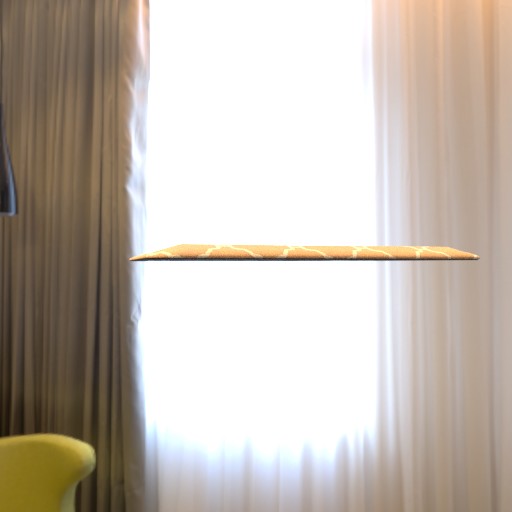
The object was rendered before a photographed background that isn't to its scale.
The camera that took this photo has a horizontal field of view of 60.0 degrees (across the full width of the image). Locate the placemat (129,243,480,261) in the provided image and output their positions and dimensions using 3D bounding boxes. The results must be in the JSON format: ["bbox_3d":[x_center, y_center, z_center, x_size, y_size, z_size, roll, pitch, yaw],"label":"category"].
[{"bbox_3d":[0.000,0.000,0.959,0.508,0.021,0.762,0,-1,-18],"label":"placemat"}]
